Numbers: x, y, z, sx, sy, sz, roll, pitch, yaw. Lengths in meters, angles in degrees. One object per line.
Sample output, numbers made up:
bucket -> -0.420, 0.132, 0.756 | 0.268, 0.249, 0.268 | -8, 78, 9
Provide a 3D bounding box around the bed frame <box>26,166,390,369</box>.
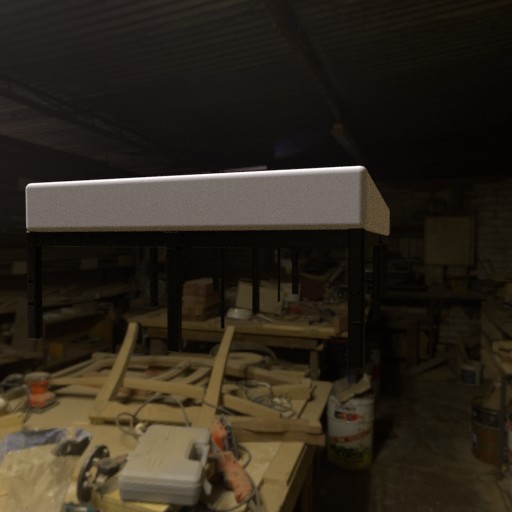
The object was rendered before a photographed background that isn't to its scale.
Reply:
bed frame -> 0.000, 0.000, 2.566 | 1.408, 0.659, 1.956 | 1, 2, 19
